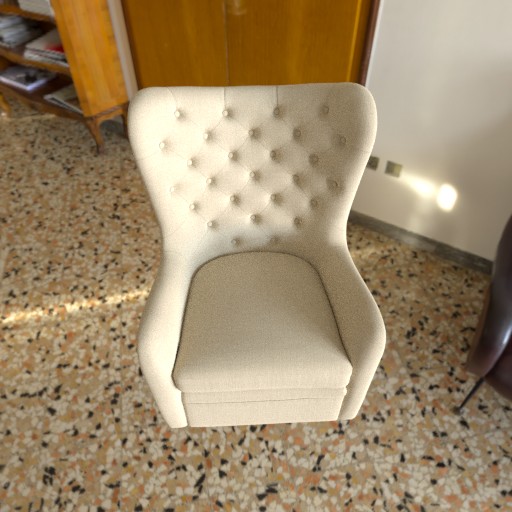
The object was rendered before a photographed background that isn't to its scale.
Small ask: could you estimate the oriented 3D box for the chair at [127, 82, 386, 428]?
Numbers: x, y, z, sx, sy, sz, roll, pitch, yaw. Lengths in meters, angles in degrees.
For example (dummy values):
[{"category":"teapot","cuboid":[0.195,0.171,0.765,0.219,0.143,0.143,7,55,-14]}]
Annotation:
[{"category":"chair","cuboid":[0.000,0.000,1.711,0.831,1.079,0.929,-2,45,-2]}]
